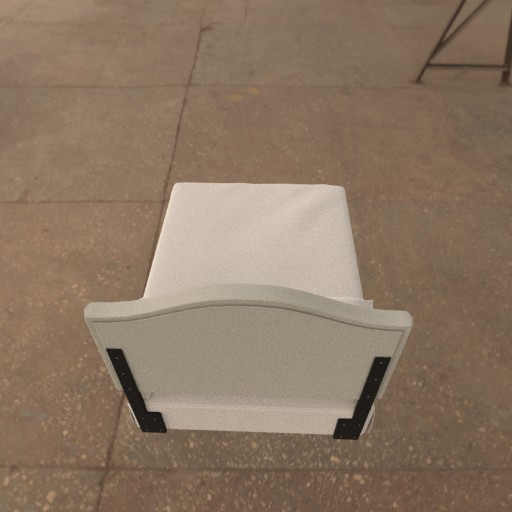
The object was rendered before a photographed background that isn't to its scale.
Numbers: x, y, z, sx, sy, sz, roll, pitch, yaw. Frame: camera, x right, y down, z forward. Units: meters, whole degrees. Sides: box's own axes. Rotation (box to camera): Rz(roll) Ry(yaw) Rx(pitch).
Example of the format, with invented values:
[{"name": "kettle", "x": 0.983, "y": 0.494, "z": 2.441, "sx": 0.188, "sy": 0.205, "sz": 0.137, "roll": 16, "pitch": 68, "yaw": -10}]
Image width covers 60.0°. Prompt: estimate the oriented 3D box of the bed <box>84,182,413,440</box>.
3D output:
[{"name": "bed", "x": 0.000, "y": 0.000, "z": 3.478, "sx": 1.813, "sy": 1.607, "sz": 2.180, "roll": 1, "pitch": 46, "yaw": 1}]
